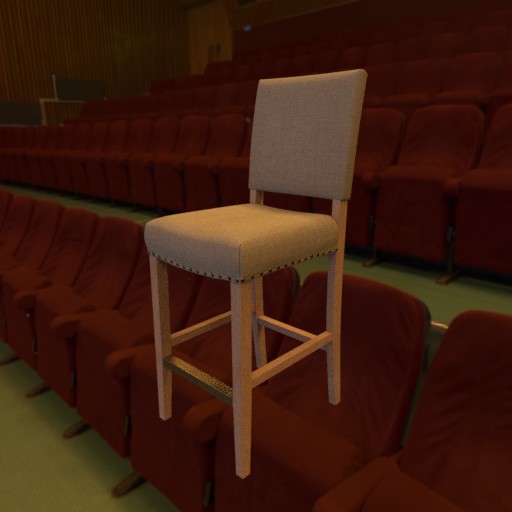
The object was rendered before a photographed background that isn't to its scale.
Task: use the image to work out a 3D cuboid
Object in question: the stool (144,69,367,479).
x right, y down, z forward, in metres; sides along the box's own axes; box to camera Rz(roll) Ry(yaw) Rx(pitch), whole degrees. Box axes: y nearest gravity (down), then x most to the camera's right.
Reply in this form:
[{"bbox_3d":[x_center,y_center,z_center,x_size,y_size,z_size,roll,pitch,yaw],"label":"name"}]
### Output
[{"bbox_3d":[0.000,0.000,1.488,0.445,1.173,0.585,15,21,42],"label":"stool"}]
